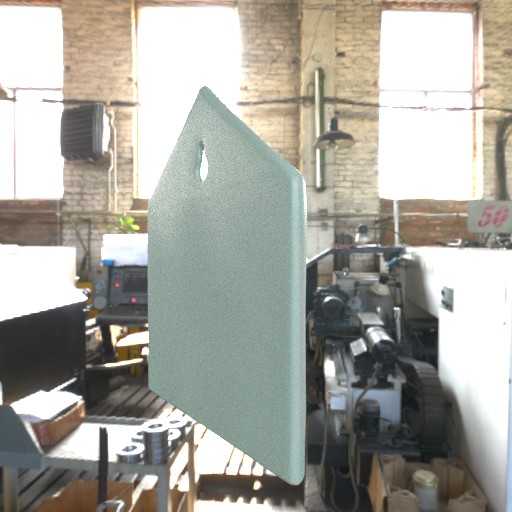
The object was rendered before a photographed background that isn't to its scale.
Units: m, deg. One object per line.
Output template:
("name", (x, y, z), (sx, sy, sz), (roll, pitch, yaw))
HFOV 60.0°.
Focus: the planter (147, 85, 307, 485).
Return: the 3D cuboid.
("planter", (0.000, 0.000, 0.280), (0.079, 0.197, 0.164), (-1, 2, -36))
